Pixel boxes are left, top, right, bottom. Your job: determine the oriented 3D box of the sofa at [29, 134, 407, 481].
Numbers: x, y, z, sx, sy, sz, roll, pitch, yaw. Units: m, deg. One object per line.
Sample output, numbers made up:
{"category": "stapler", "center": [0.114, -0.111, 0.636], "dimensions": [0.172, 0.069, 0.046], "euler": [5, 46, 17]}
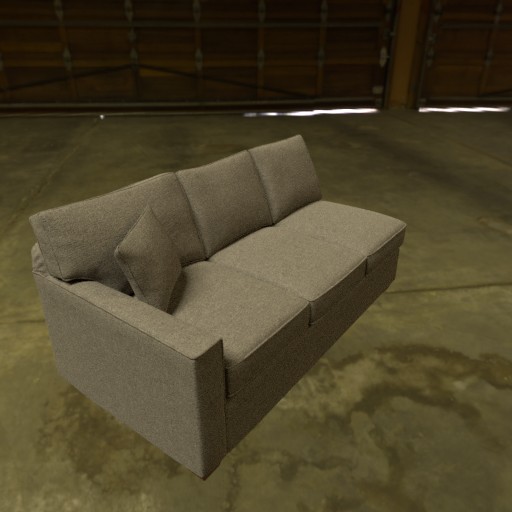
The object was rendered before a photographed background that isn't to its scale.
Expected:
{"category": "sofa", "center": [0.000, 0.000, 2.443], "dimensions": [1.034, 0.946, 1.963], "euler": [18, 32, 33]}
